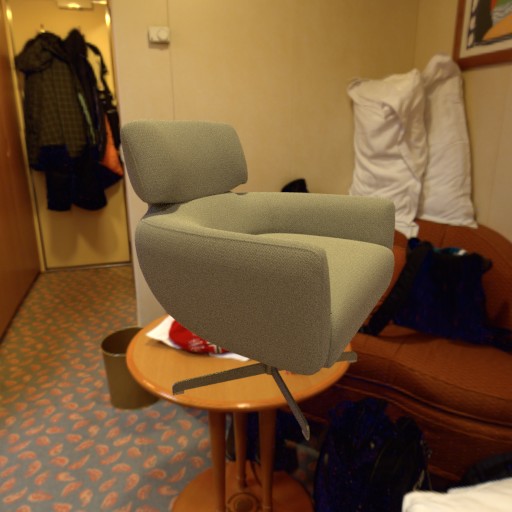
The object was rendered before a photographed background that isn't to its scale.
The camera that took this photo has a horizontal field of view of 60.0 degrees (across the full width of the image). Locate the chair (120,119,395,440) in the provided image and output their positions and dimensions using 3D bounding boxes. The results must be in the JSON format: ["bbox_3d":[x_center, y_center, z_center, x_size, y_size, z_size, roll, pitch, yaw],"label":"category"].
[{"bbox_3d":[0.000,0.000,1.367,0.730,0.810,0.760,8,18,27],"label":"chair"}]
